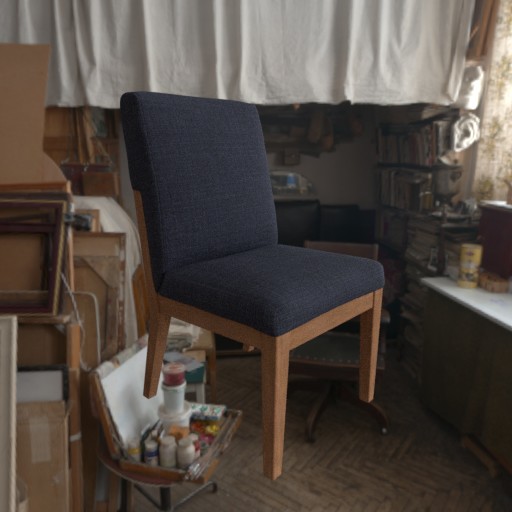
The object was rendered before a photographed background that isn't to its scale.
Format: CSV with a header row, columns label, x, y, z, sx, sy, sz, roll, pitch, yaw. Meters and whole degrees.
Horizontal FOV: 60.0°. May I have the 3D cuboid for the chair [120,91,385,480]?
label,x,y,z,sx,sy,sz,roll,pitch,yaw
chair,0.000,0.000,1.282,0.586,0.911,0.507,13,19,41
